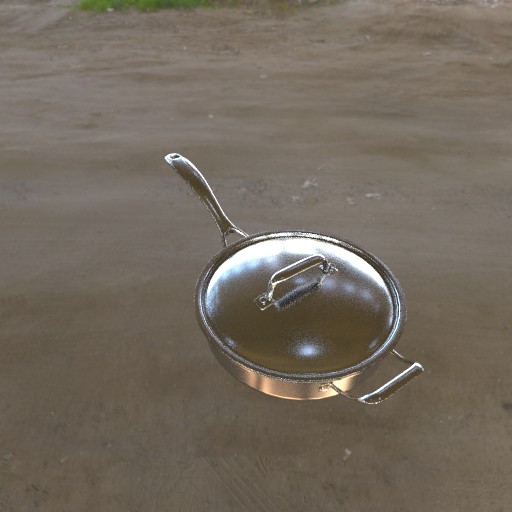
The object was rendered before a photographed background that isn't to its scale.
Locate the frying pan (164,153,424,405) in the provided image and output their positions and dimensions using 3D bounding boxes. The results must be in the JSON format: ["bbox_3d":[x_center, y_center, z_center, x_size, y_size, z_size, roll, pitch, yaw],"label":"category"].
[{"bbox_3d":[0.000,0.000,0.661,0.280,0.114,0.561,-24,46,-26],"label":"frying pan"}]
